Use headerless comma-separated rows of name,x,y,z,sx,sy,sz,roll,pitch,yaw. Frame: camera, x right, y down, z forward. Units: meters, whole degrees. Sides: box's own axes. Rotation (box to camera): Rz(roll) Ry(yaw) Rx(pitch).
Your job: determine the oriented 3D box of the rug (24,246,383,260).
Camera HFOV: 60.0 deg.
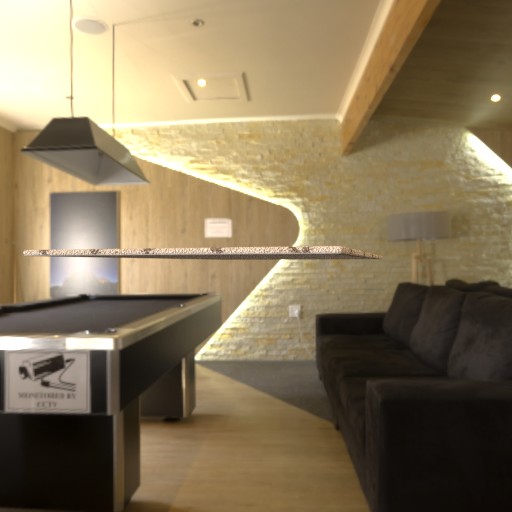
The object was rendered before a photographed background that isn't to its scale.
rug,0.000,0.000,3.018,1.524,0.030,2.438,0,-1,19
